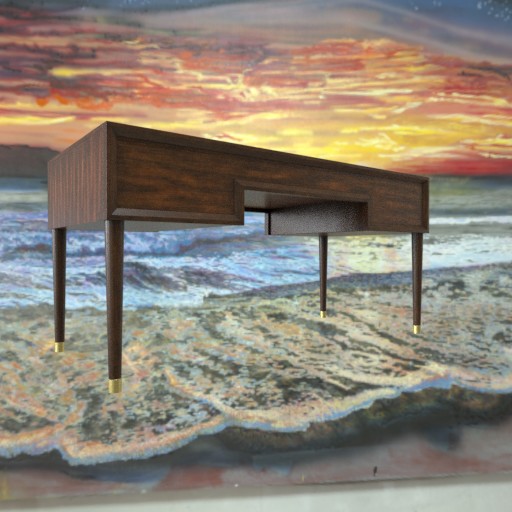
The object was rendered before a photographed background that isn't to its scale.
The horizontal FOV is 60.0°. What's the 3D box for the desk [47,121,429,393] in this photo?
[{"bbox_3d":[0.000,0.000,1.983,1.575,0.762,0.724,-1,1,-37],"label":"desk"}]
